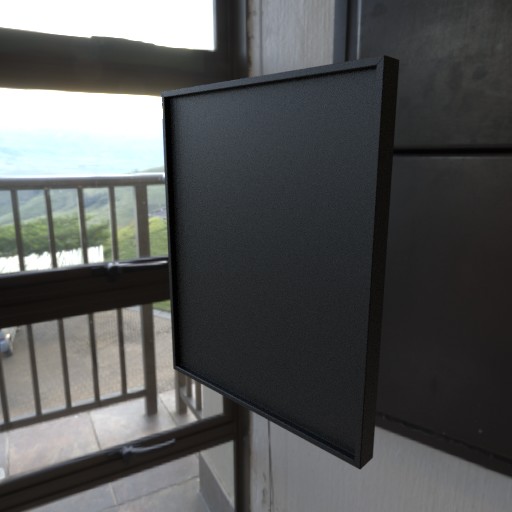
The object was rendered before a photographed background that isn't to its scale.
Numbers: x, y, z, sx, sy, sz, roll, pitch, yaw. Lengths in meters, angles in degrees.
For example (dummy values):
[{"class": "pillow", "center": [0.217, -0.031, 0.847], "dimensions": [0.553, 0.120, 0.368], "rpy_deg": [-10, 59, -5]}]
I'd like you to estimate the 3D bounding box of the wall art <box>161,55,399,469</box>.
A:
[{"class": "wall art", "center": [0.000, 0.000, 0.740], "dimensions": [0.449, 0.555, 0.039], "rpy_deg": [12, 17, 42]}]
